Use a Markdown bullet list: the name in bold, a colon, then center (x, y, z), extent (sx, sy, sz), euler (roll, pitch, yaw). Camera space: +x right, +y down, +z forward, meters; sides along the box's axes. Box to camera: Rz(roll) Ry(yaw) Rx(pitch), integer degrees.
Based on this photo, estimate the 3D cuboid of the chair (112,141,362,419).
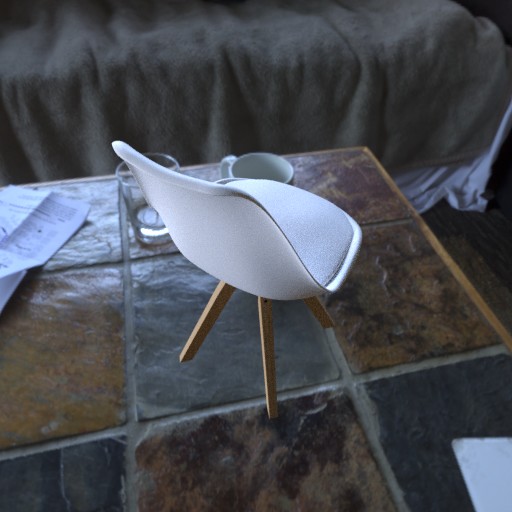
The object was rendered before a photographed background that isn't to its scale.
- **chair**: center (0.000, 0.000, 1.144), extent (0.485, 0.849, 0.550), euler (25, 51, 22)
